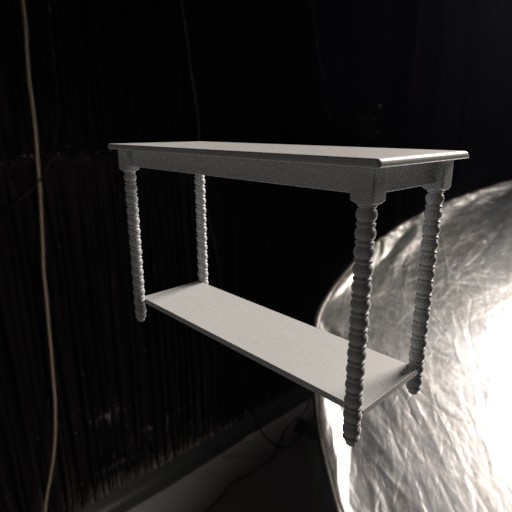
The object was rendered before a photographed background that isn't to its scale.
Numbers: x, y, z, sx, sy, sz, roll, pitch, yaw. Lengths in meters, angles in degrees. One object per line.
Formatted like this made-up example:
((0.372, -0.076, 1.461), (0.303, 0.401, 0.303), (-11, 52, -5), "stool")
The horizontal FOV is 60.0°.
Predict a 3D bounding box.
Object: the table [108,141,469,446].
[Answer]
((0.000, 0.000, 1.544), (0.459, 0.740, 1.184), (-15, 22, -42), "table")
